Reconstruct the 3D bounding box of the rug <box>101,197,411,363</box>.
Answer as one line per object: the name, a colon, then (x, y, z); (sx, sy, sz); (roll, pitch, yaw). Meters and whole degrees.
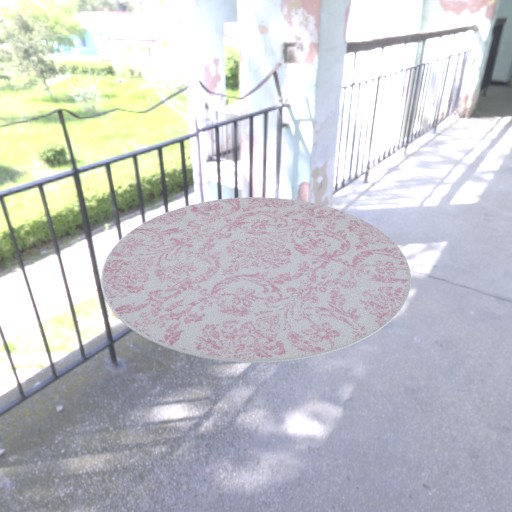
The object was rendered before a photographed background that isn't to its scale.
rug: (0.000, 0.000, 2.376); (1.593, 0.012, 1.593); (0, 31, 0)
